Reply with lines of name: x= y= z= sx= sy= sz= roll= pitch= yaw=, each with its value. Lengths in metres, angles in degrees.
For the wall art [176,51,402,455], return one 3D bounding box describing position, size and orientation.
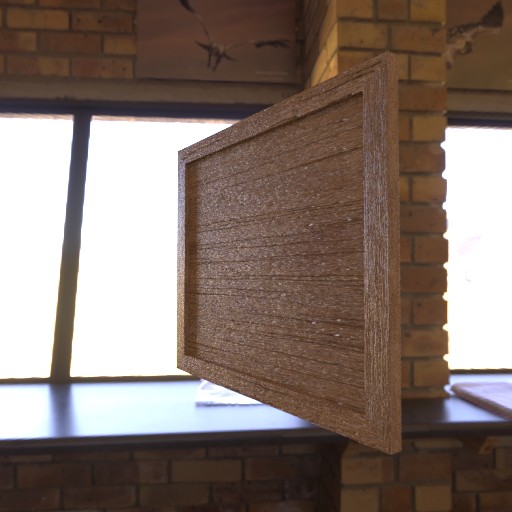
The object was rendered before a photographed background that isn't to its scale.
wall art: x=0.000 y=0.000 z=0.929 sx=0.026 sy=0.588 sz=0.690 roll=1 pitch=-2 yaw=-36
